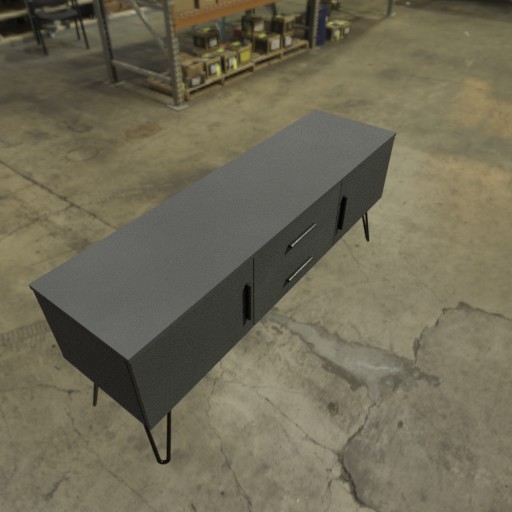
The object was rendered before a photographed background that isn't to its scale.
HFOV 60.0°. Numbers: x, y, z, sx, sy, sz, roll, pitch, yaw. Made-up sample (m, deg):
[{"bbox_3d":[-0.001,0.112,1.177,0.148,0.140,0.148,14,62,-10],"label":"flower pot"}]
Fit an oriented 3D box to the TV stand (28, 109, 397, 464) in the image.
[{"bbox_3d":[0.000,0.000,1.648,0.400,0.560,1.400,26,47,27],"label":"TV stand"}]
